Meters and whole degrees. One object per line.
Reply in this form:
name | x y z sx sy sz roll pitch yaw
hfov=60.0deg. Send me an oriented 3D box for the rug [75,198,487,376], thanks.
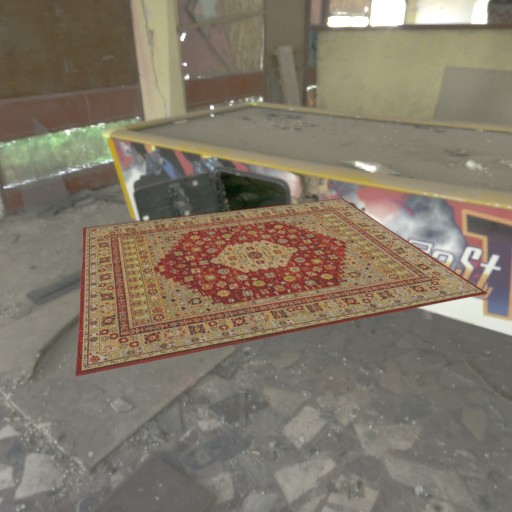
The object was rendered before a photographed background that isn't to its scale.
rug | 0.000 0.000 4.080 3.053 0.013 2.387 -8 28 -16
